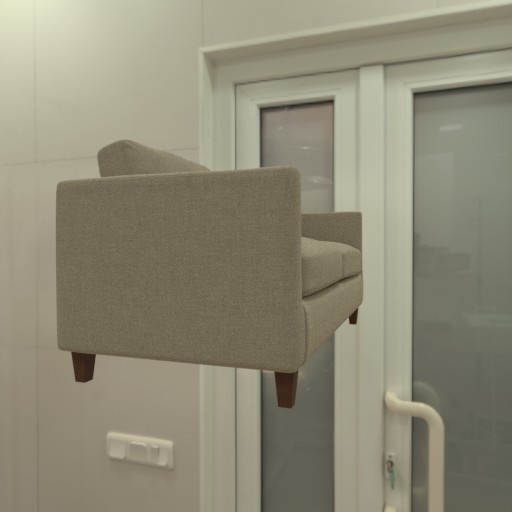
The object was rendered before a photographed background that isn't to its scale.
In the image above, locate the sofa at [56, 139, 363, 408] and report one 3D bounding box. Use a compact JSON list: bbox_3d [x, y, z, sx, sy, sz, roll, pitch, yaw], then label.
[{"bbox_3d":[0.000,0.000,2.356,0.951,0.947,1.884,0,1,20],"label":"sofa"}]
